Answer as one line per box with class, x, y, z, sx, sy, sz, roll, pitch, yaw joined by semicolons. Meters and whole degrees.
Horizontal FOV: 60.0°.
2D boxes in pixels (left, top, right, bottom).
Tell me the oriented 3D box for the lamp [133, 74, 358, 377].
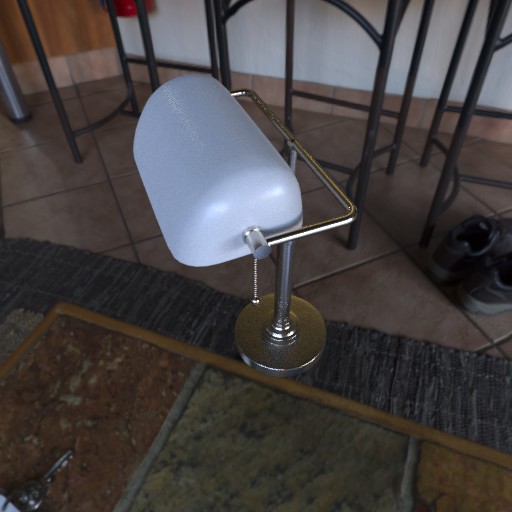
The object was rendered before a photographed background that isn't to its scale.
lamp;0.000;0.000;0.554;0.227;0.404;0.269;-16;48;-15
